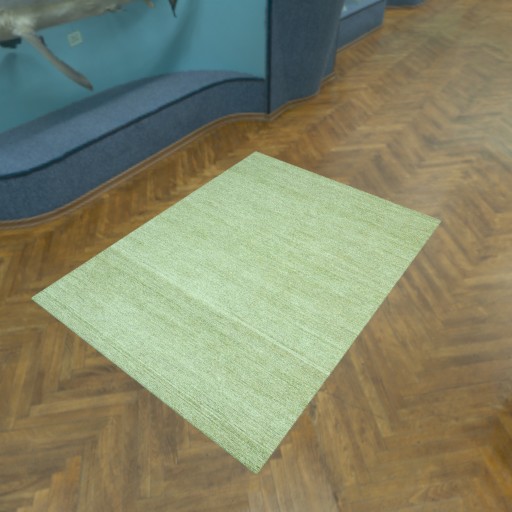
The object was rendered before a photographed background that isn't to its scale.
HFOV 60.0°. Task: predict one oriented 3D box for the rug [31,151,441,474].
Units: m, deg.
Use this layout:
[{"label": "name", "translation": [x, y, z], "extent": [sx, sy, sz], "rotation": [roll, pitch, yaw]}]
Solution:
[{"label": "rug", "translation": [0.000, 0.000, 4.210], "extent": [2.425, 0.016, 3.198], "rotation": [27, 48, 27]}]
